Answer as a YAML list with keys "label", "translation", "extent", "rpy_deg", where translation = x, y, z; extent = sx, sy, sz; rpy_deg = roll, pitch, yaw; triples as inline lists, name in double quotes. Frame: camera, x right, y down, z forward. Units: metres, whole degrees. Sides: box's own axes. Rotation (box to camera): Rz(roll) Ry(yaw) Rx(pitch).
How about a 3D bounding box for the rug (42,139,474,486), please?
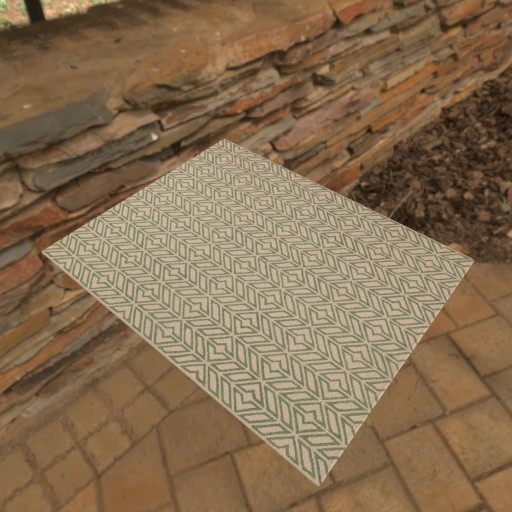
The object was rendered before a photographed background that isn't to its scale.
- label: "rug"
  translation: [0.000, 0.000, 3.991]
  extent: [3.050, 0.017, 2.441]
  rpy_deg: [32, 54, 26]
